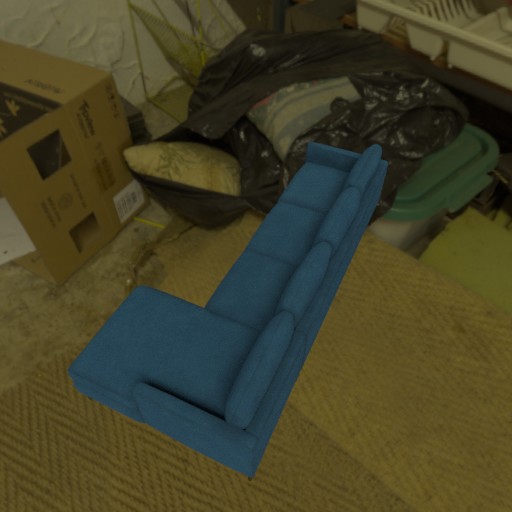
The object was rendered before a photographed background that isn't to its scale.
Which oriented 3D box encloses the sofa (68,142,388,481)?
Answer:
[{"bbox_3d":[0.000,0.000,3.550,1.350,0.810,2.932,20,50,17],"label":"sofa"}]
